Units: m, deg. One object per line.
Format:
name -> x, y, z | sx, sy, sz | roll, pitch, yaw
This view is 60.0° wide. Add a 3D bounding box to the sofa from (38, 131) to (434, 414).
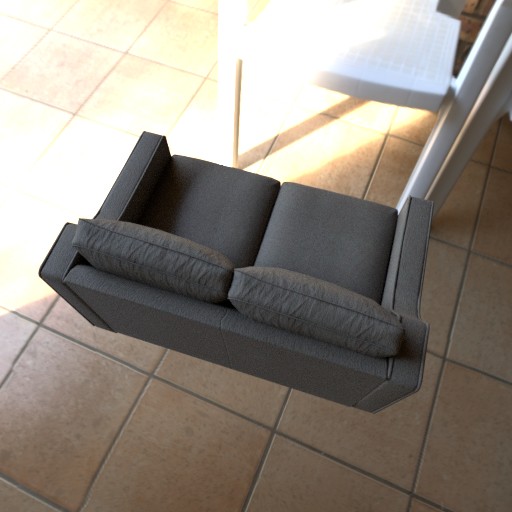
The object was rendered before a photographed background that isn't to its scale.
sofa -> 0.000, 0.000, 2.144 | 1.503, 0.981, 0.985 | 15, 64, 8
